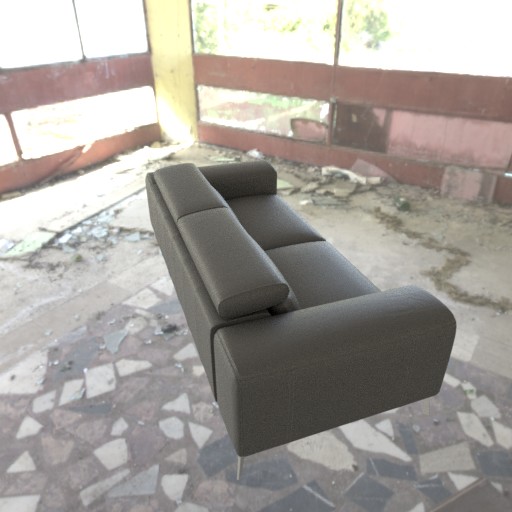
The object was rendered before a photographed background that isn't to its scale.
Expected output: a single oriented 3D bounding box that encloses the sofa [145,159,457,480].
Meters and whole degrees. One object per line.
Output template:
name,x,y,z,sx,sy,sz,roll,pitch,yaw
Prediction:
sofa,0.000,0.000,2.752,1.023,0.759,2.321,-10,32,-17
